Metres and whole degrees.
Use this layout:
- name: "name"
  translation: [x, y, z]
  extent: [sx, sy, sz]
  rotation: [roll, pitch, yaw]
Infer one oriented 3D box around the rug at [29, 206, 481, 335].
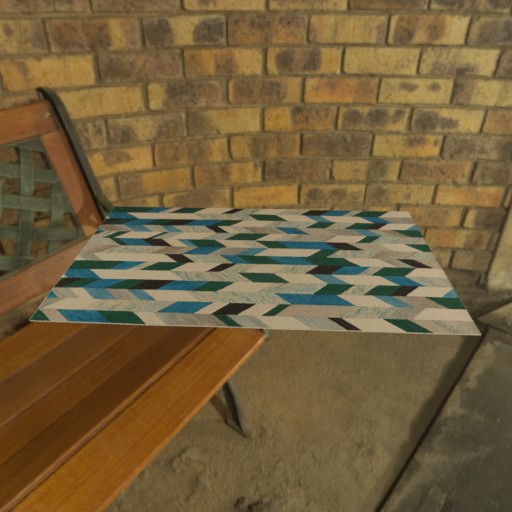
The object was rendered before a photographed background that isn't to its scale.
- name: "rug"
  translation: [0.000, 0.000, 3.013]
  extent: [2.433, 0.007, 1.507]
  rotation: [1, 31, 2]
